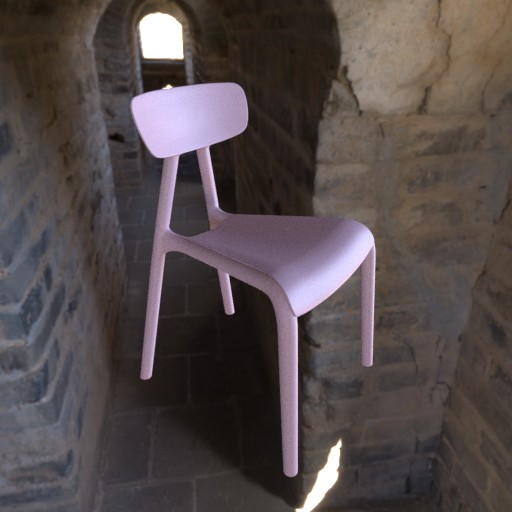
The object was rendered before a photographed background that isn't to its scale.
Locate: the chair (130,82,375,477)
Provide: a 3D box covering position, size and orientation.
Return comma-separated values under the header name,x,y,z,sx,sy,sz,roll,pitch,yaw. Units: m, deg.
name,x,y,z,sx,sy,sz,roll,pitch,yaw
chair,0.000,0.000,0.842,0.401,0.580,0.356,18,32,31
